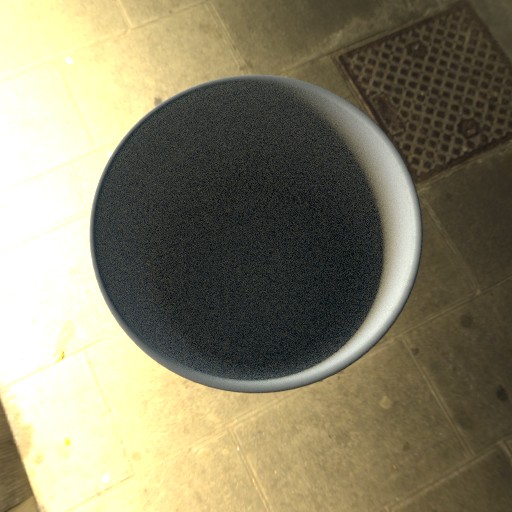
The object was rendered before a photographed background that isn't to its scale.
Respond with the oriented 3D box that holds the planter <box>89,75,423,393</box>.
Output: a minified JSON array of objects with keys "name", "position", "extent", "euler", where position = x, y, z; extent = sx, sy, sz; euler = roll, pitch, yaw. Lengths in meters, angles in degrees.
[{"name":"planter","position":[0.000,0.000,0.777],"extent":[0.440,0.398,0.440],"euler":[0,76,0]}]
